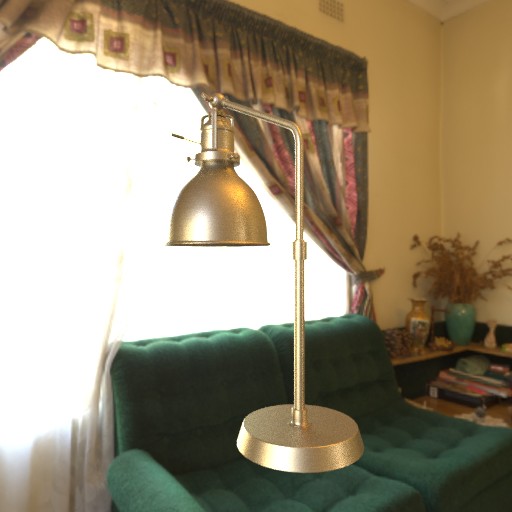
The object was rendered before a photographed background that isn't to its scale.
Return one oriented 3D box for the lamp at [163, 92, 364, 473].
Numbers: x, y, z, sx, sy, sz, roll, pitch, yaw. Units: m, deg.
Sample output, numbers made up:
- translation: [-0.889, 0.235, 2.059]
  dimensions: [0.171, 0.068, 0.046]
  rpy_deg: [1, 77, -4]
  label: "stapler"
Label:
- translation: [0.000, 0.000, 0.581]
  dimensions: [0.286, 0.456, 0.153]
  rpy_deg: [0, 0, 37]
  label: "lamp"
